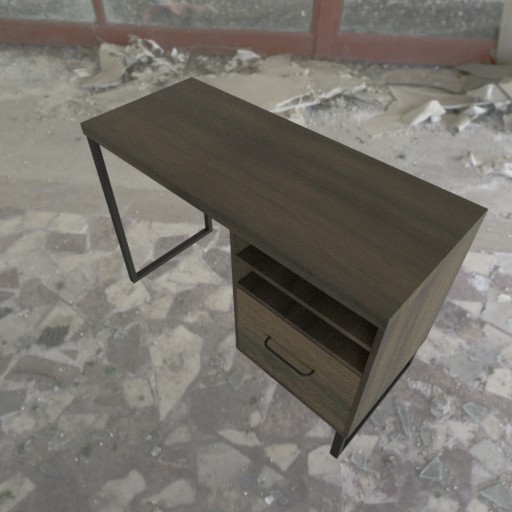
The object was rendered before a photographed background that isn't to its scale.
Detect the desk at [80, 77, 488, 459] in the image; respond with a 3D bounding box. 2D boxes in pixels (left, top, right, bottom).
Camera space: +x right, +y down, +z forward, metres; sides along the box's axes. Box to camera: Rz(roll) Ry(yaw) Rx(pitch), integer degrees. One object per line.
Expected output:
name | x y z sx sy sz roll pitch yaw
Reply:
desk | 0.000 0.000 1.528 1.134 0.752 0.511 34 54 29
